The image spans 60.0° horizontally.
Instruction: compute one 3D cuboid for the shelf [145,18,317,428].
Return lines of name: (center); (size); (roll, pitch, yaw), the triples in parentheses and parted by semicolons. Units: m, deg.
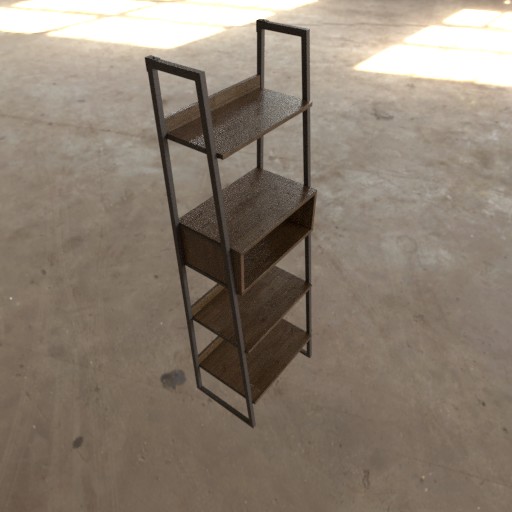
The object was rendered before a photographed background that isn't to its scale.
shelf: (0.000, 0.000, 2.248); (0.454, 2.005, 0.652); (26, 48, 27)
